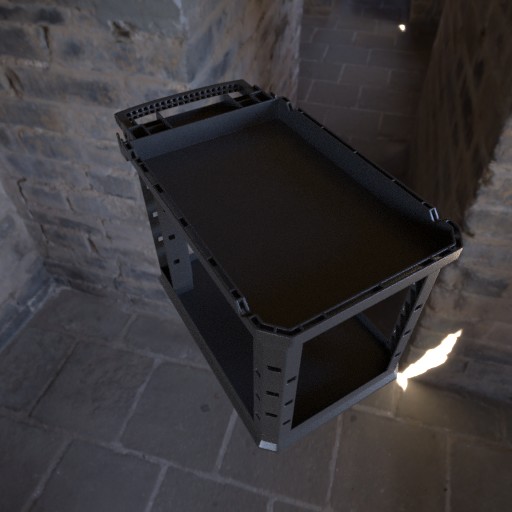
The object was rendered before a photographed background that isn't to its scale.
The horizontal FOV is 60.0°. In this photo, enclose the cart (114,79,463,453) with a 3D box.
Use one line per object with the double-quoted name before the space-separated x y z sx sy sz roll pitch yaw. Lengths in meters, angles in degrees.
"cart" 0.000 0.000 1.776 0.674 0.884 1.239 -24 51 -21
